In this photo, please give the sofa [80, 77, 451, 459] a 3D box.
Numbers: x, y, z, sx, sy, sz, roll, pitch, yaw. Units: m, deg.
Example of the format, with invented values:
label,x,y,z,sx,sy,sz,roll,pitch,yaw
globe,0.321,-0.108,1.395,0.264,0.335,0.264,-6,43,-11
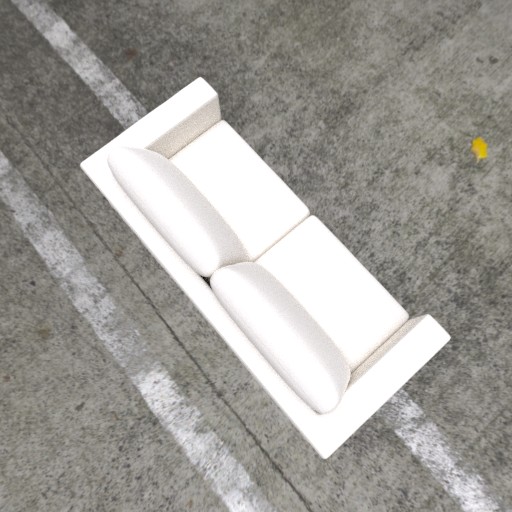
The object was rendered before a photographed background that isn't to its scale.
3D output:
label,x,y,z,sx,sy,sz,roll,pitch,yaw
sofa,0.000,0.000,2.690,0.954,0.881,2.163,-40,79,-10
